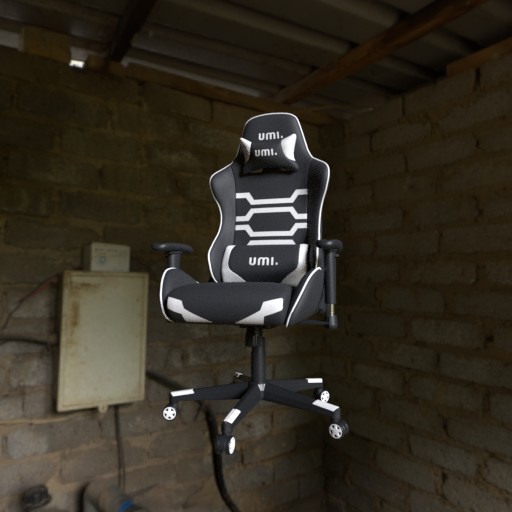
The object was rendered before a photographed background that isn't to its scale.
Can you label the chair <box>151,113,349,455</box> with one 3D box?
[{"bbox_3d":[0.000,0.000,1.689,0.700,1.240,0.700,-1,-2,17],"label":"chair"}]
